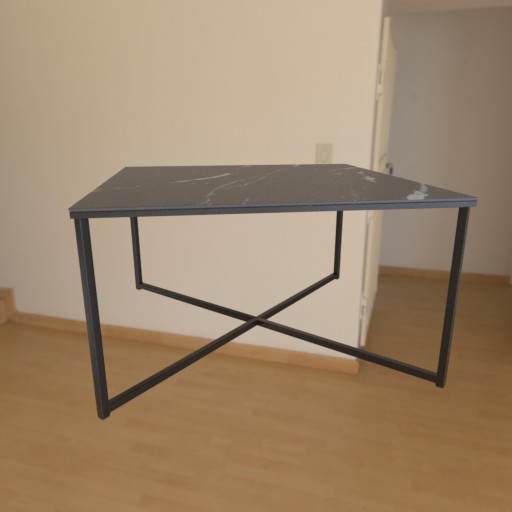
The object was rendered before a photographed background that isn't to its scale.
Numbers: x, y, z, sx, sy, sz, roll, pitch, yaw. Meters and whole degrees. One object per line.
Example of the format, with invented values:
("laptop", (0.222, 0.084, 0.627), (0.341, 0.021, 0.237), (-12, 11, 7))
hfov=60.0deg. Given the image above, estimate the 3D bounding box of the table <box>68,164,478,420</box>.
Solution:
("table", (0.000, 0.000, 1.291), (0.800, 0.450, 0.800), (-3, 17, -8))
